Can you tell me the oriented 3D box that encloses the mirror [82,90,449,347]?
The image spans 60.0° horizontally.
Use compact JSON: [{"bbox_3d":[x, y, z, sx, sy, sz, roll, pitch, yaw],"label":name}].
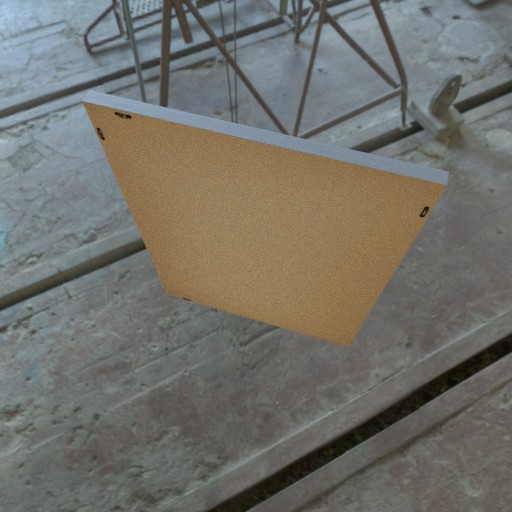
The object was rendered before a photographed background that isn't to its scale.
[{"bbox_3d":[0.000,0.000,1.339,0.762,1.016,0.040,15,62,8],"label":"mirror"}]
